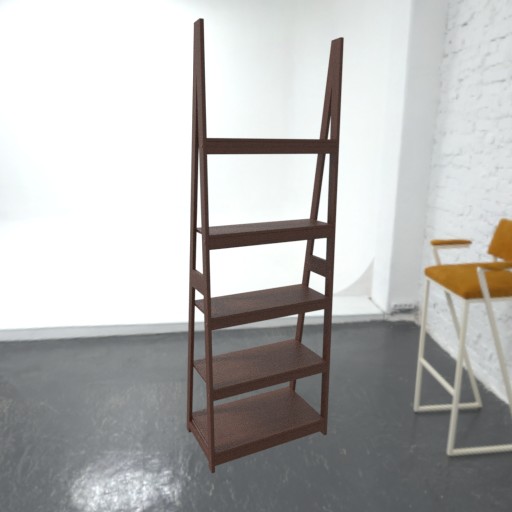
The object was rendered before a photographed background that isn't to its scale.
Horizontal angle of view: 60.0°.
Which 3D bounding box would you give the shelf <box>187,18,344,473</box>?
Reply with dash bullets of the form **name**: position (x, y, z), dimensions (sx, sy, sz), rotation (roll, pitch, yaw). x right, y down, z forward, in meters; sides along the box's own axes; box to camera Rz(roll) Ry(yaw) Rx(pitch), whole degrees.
- **shelf**: position (0.000, 0.000, 1.965), dimensions (0.600, 1.770, 0.350), rotation (-7, 15, -26)
